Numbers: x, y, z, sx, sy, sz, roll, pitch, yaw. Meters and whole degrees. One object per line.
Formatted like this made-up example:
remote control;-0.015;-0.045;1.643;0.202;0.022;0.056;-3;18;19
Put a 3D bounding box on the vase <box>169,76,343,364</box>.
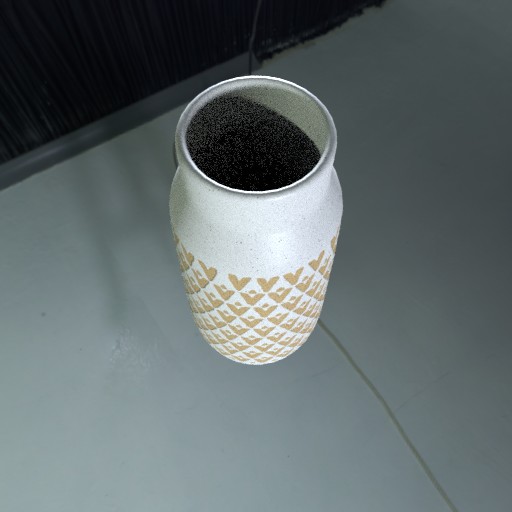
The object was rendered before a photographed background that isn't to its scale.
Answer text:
vase;0.000;0.000;0.382;0.137;0.307;0.137;0;63;0
